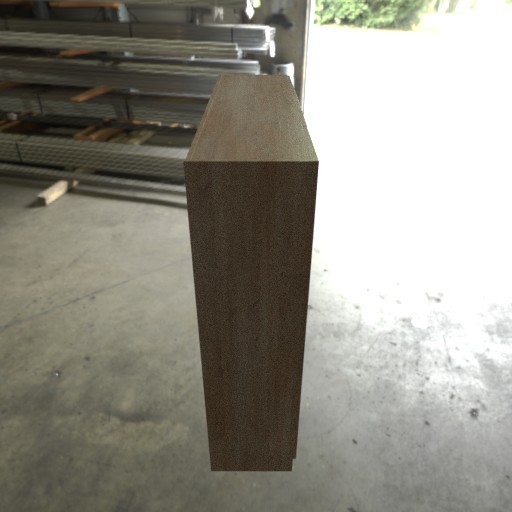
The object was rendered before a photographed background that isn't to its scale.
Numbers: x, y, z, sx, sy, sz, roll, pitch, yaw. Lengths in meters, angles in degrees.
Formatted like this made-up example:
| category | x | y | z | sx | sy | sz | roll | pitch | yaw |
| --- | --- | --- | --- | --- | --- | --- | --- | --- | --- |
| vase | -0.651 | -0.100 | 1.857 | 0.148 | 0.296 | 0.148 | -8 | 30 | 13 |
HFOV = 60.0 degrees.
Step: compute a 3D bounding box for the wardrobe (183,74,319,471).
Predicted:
| category | x | y | z | sx | sy | sz | roll | pitch | yaw |
| --- | --- | --- | --- | --- | --- | --- | --- | --- | --- |
| wardrobe | 0.000 | 0.000 | 3.247 | 0.598 | 2.159 | 1.998 | 0 | 32 | 0 |
